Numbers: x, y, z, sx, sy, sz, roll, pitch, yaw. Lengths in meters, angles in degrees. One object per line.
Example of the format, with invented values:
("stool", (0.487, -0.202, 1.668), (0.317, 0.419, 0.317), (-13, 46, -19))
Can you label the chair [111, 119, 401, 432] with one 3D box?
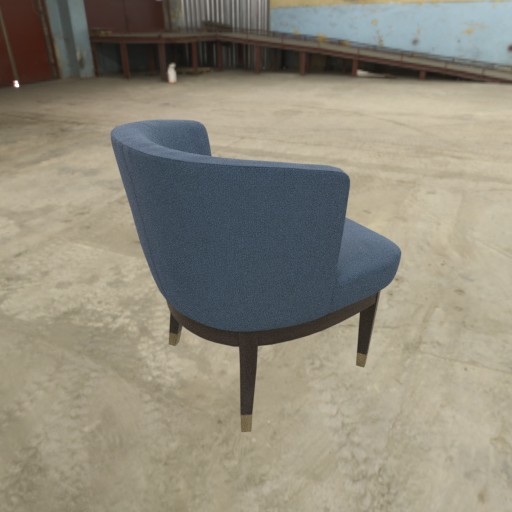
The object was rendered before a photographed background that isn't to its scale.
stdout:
("chair", (0.000, 0.000, 1.297), (0.702, 0.760, 0.661), (-18, 33, -31))
